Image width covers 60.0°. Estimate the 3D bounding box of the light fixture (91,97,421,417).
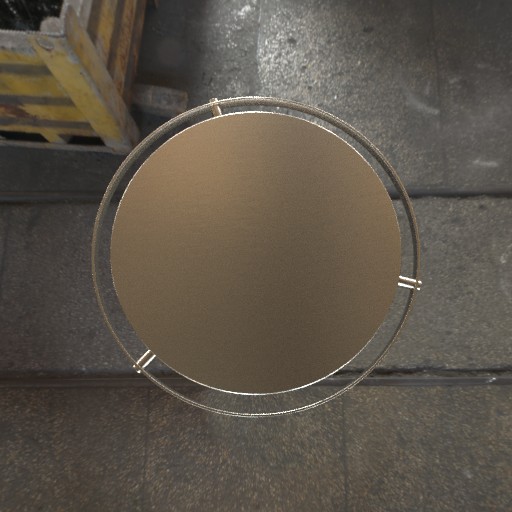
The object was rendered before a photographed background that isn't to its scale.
[{"bbox_3d":[0.000,0.000,0.545,0.361,0.130,0.361,0,77,0],"label":"light fixture"}]
